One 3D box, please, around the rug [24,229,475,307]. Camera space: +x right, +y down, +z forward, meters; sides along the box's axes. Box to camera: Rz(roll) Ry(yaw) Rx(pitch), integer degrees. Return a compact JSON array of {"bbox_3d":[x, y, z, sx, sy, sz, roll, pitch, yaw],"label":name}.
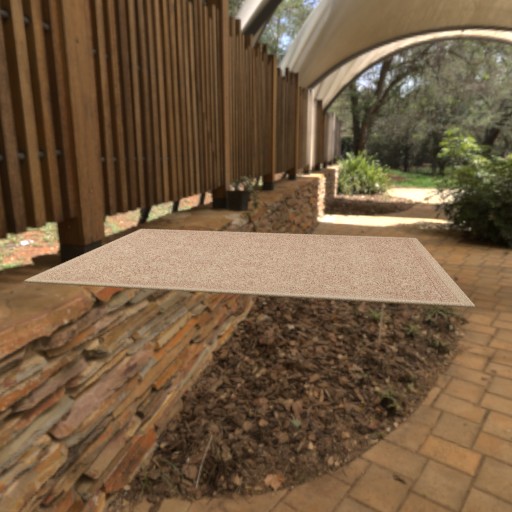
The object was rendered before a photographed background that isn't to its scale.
[{"bbox_3d":[0.000,0.000,2.343,1.829,0.010,1.219,2,14,9],"label":"rug"}]
